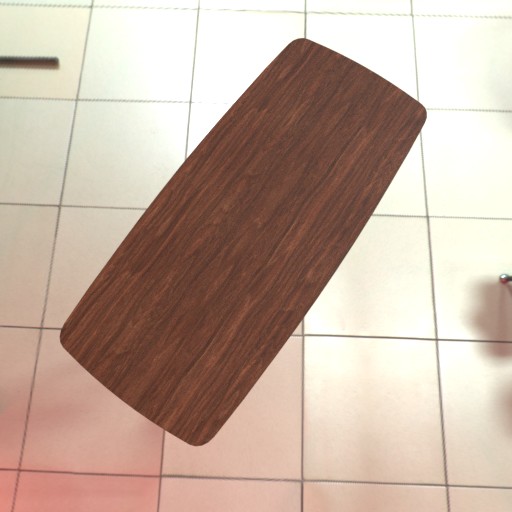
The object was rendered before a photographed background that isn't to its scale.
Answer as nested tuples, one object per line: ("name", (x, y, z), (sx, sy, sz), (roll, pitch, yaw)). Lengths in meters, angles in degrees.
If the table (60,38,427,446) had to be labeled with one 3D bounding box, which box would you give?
("table", (0.000, 0.000, 1.116), (0.361, 0.576, 0.804), (34, 78, 9))
